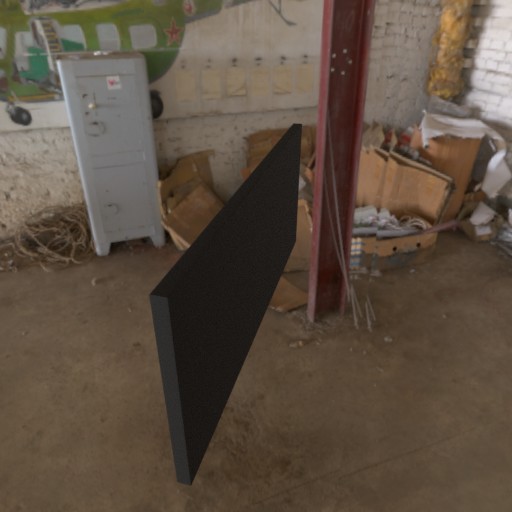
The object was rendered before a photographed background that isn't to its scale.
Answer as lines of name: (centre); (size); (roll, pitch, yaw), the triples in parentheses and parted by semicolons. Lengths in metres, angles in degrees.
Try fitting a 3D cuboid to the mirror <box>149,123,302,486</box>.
mirror: (0.000, 0.000, 1.810); (0.047, 0.692, 1.584); (8, 31, 14)
